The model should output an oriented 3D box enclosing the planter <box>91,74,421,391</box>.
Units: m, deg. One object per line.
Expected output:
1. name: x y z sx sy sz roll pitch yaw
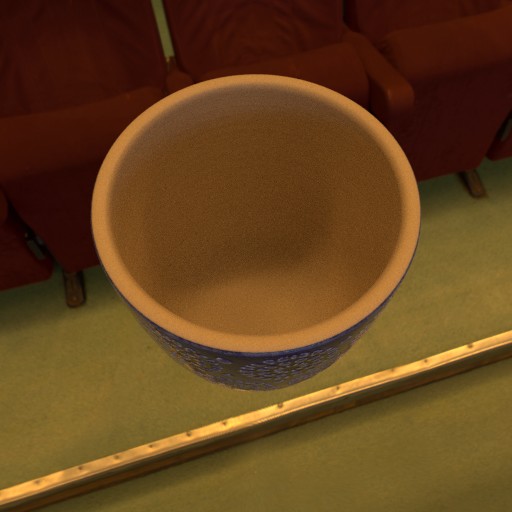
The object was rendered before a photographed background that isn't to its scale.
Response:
1. planter: 0.000 0.000 0.286 0.165 0.149 0.165 0 64 0
